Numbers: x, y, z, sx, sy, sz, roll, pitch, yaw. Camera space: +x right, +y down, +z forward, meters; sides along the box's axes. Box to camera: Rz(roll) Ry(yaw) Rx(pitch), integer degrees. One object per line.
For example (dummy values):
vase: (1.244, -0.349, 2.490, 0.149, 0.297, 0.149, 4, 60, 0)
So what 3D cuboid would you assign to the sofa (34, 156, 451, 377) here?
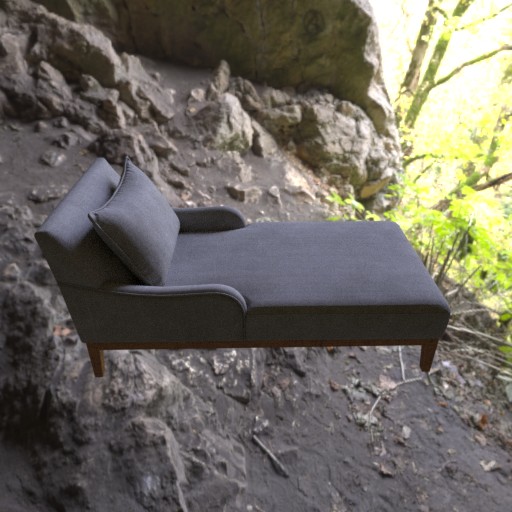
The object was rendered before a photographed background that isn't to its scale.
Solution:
sofa: (0.000, 0.000, 2.339, 1.779, 0.859, 0.894, -1, 32, -1)
